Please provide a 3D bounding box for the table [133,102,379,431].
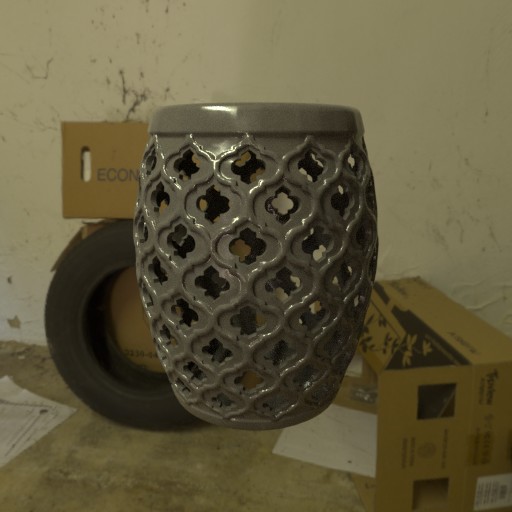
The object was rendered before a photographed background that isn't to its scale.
[{"bbox_3d":[0.000,0.000,0.615,0.325,0.388,0.325,0,15,0],"label":"table"}]
